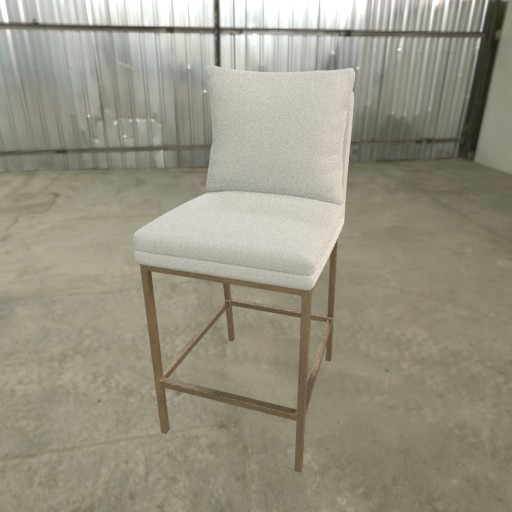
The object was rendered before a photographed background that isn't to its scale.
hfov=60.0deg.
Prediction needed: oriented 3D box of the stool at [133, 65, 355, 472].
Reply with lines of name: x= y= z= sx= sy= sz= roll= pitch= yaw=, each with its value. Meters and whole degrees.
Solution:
stool: x=0.000 y=0.000 z=1.319 sx=0.463 sy=1.032 sz=0.572 roll=8 pitch=26 yaw=17
